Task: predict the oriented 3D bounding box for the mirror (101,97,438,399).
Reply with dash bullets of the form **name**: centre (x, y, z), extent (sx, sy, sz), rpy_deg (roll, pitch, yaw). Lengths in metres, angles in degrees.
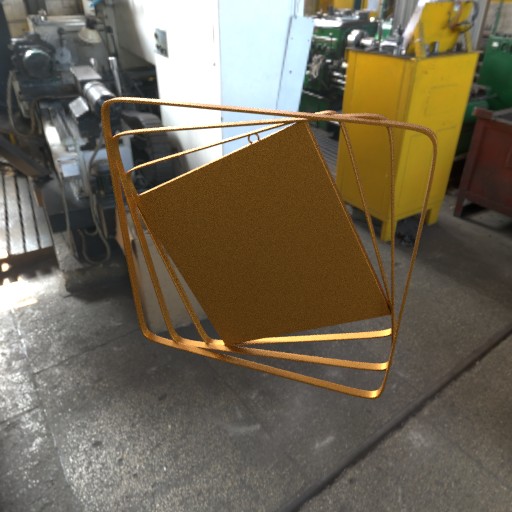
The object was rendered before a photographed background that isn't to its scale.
- **mirror**: centre (0.000, 0.000, 0.705), extent (0.470, 0.468, 0.045), rpy_deg (11, 34, 16)
